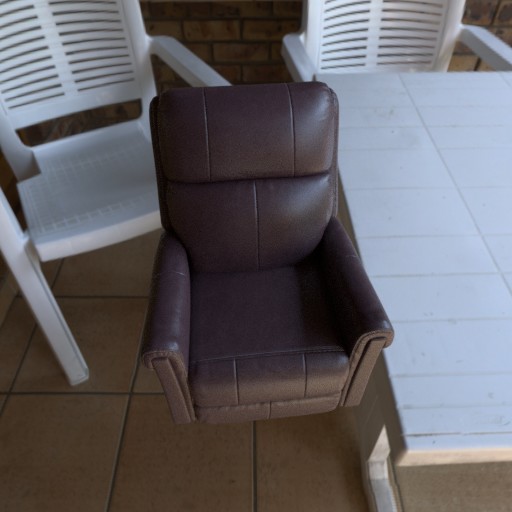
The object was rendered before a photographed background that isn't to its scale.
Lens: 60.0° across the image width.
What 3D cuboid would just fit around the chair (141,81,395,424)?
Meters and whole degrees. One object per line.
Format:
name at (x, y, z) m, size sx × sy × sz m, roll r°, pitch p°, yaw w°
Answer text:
chair at (0.000, 0.000, 1.776) m, size 0.838 × 1.054 × 1.014 m, roll -4°, pitch 47°, yaw -4°
